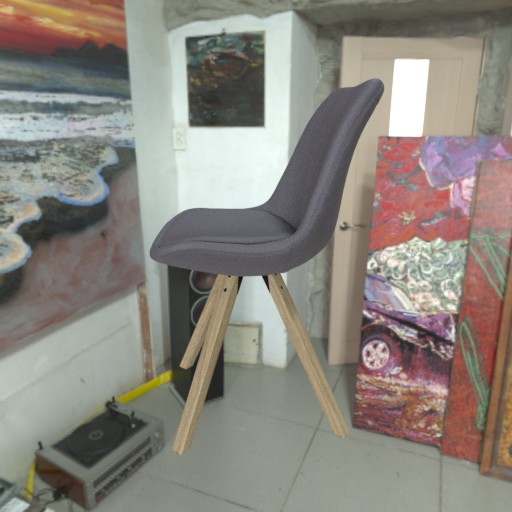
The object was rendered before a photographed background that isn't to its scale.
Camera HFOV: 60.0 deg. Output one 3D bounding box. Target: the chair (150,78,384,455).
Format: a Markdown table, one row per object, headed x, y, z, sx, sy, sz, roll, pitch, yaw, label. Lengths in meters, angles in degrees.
| x | y | z | sx | sy | sz | roll | pitch | yaw | label |
| --- | --- | --- | --- | --- | --- | --- | --- | --- | --- |
| 0.000 | 0.000 | 1.181 | 0.547 | 0.865 | 0.483 | -2 | 16 | -7 | chair |
